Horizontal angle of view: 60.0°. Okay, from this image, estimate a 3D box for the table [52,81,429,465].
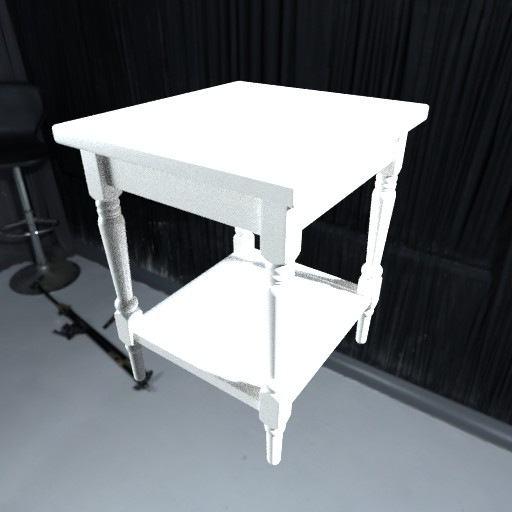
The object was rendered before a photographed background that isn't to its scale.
[{"bbox_3d":[0.000,0.000,0.901,0.442,0.565,0.488,20,36,29],"label":"table"}]
